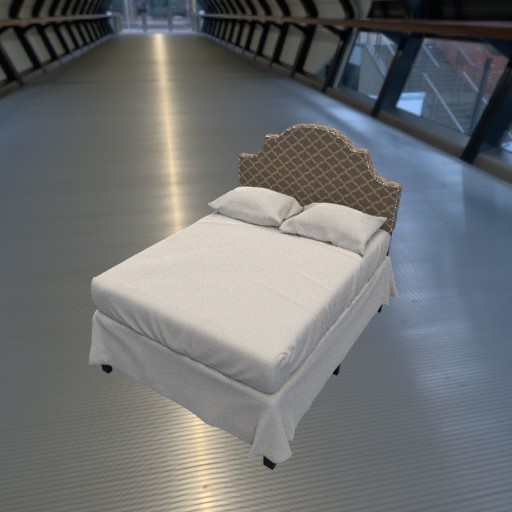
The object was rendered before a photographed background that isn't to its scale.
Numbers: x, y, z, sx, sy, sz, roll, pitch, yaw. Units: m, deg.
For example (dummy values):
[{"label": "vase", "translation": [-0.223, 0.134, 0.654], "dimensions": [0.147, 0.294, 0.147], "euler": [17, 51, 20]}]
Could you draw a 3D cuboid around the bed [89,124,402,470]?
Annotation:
[{"label": "bed", "translation": [0.000, 0.000, 3.440], "dimensions": [1.780, 1.633, 2.222], "euler": [18, 34, 28]}]
